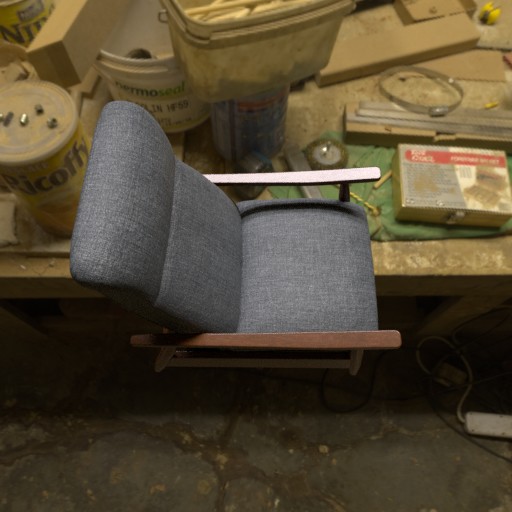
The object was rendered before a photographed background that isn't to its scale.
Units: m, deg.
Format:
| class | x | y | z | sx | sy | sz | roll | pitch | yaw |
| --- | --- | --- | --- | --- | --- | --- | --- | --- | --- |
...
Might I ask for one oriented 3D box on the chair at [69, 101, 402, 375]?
| class | x | y | z | sx | sy | sz | roll | pitch | yaw |
| --- | --- | --- | --- | --- | --- | --- | --- | --- | --- |
| chair | 0.000 | 0.000 | 1.777 | 1.030 | 1.082 | 0.762 | 1 | 65 | 0 |
